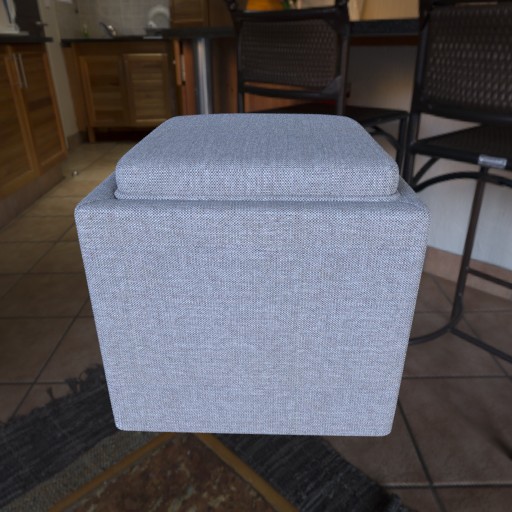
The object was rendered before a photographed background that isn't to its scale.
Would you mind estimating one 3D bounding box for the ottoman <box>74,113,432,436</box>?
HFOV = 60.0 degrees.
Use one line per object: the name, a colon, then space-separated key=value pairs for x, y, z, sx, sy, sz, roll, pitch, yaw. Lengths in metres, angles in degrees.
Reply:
ottoman: x=0.000 y=0.000 z=0.816 sx=0.450 sy=0.460 sz=0.450 roll=1 pitch=27 yaw=1
